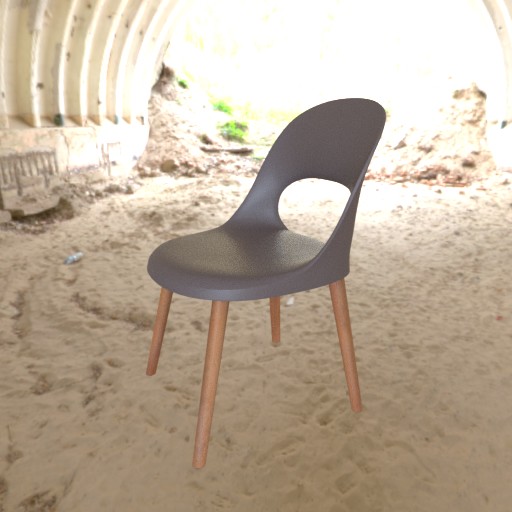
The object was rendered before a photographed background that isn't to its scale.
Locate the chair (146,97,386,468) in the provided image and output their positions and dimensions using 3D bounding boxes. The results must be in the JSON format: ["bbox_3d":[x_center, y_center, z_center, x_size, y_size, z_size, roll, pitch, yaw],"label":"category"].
[{"bbox_3d":[0.000,0.000,1.164,0.556,0.794,0.470,-9,19,-26],"label":"chair"}]
